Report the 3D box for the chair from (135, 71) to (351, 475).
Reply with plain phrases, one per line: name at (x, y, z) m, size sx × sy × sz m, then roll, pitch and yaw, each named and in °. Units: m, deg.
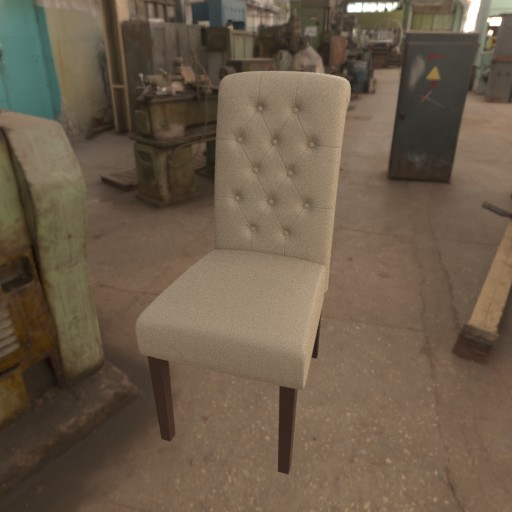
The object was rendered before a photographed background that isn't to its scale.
chair at (0.000, 0.000, 1.349) m, size 0.456 × 1.006 × 0.671 m, roll 8°, pitch 27°, yaw 16°
